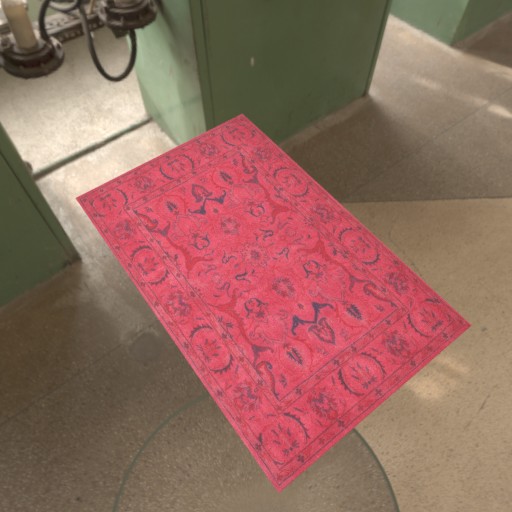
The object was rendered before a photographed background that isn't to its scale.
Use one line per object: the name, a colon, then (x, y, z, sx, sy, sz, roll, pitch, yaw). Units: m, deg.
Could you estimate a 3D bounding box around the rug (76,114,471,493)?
rug: (0.000, 0.000, 3.021, 1.534, 0.010, 2.423, -33, 64, -19)
